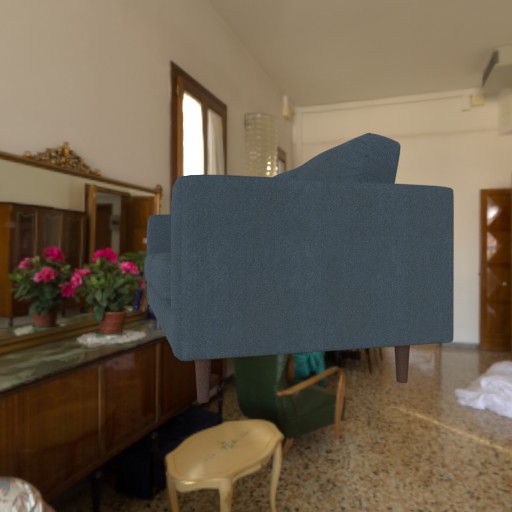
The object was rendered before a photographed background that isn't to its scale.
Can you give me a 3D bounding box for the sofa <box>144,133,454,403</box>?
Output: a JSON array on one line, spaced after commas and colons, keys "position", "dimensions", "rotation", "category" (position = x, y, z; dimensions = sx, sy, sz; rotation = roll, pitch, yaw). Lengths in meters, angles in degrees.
[{"position": [0.000, 0.000, 2.136], "dimensions": [0.999, 0.930, 1.518], "rotation": [0, 0, -17], "category": "sofa"}]
